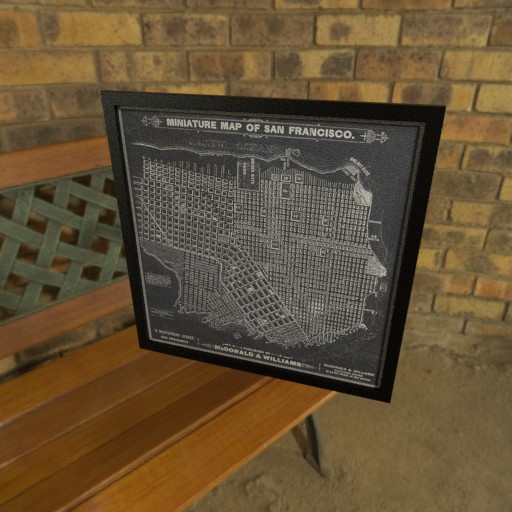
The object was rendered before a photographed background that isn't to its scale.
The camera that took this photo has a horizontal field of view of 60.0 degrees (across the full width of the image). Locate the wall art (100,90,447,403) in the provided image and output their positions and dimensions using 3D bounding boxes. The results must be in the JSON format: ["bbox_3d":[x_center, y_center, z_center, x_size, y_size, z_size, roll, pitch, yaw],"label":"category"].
[{"bbox_3d":[0.000,0.000,0.674,0.457,0.458,0.012,8,29,16],"label":"wall art"}]
